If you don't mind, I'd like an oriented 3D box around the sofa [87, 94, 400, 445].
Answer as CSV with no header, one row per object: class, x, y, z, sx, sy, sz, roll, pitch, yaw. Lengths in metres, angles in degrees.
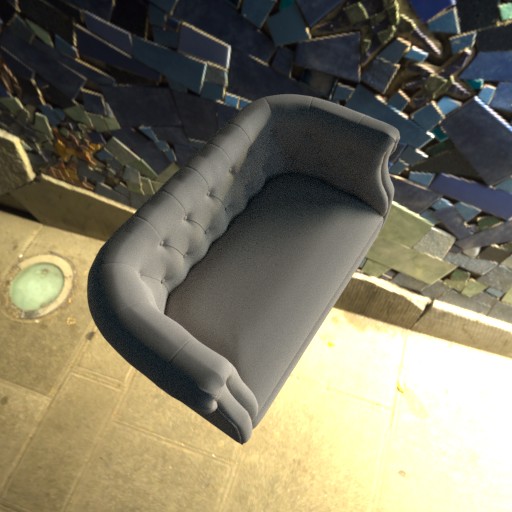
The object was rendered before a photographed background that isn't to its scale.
sofa,0.000,0.000,2.134,0.835,0.827,1.558,29,62,17
